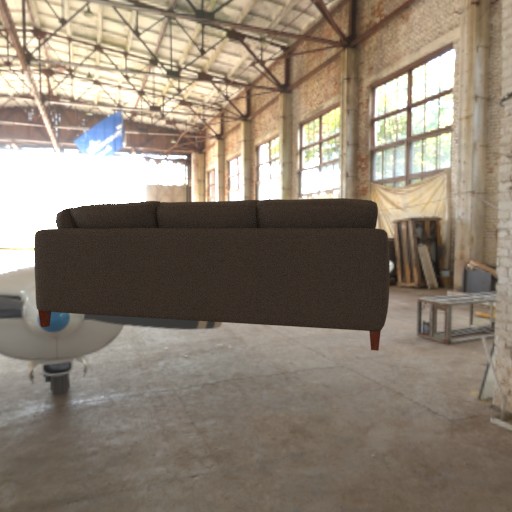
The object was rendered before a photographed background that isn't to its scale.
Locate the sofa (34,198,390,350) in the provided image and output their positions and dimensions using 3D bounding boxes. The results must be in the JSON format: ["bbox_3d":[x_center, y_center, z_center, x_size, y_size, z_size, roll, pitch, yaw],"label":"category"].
[{"bbox_3d":[0.000,0.000,4.551,2.593,0.947,3.302,1,3,16],"label":"sofa"}]
